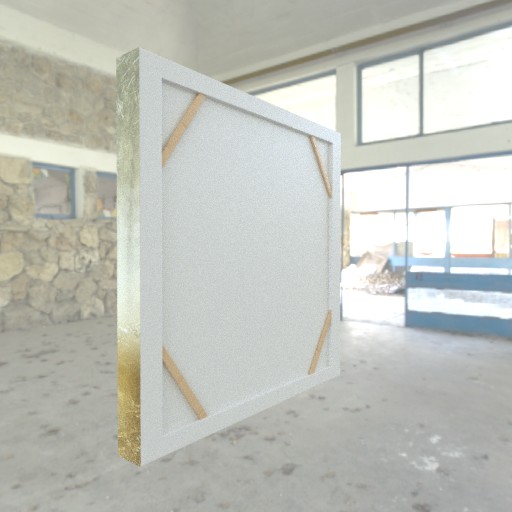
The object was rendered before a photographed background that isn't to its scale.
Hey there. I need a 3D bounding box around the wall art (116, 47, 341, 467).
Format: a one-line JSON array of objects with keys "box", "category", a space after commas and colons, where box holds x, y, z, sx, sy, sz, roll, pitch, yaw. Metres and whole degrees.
[{"box": [0.000, 0.000, 0.598, 0.038, 0.407, 0.405, 1, 1, 39], "category": "wall art"}]
